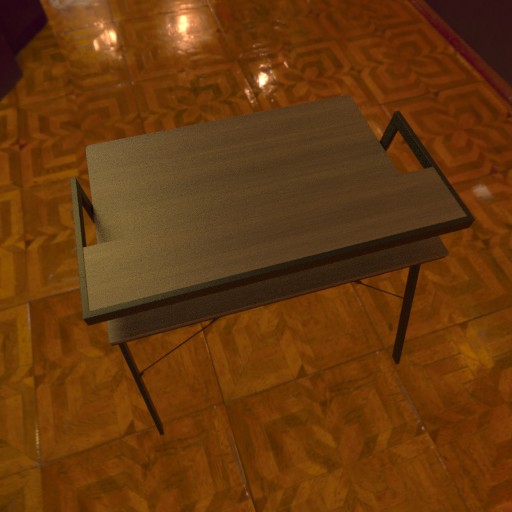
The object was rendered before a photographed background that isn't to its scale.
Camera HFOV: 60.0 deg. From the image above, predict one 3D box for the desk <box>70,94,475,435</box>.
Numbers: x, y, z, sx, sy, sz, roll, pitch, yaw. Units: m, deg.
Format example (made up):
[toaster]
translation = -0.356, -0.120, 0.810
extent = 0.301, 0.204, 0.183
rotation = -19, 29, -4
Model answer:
[desk]
translation = 0.000, 0.000, 1.837
extent = 1.143, 0.998, 0.936
rotation = -14, 59, -9
